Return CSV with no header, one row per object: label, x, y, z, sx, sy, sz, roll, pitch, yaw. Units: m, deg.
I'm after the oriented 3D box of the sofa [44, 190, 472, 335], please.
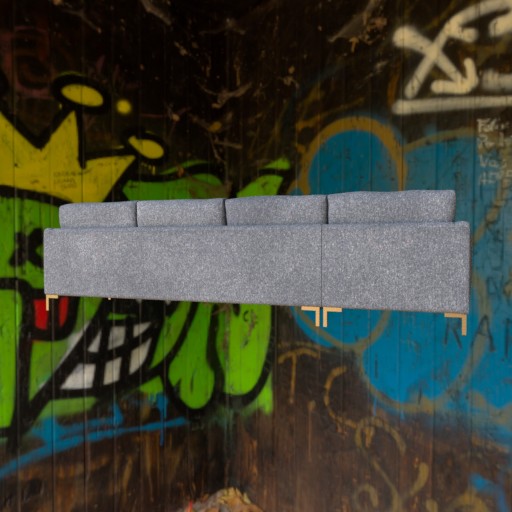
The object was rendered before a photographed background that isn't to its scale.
sofa,0.000,0.000,3.447,2.932,0.810,1.350,0,1,19
